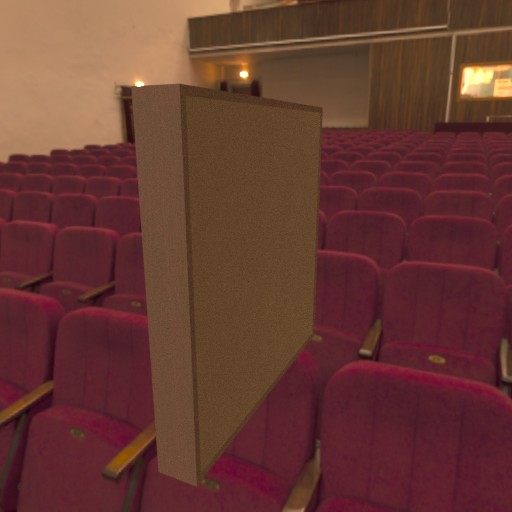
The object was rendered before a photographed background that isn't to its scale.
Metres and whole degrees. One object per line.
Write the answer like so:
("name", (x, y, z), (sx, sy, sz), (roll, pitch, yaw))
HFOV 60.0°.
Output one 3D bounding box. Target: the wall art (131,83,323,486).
("wall art", (0.000, 0.000, 0.456), (0.038, 0.303, 0.304), (7, 17, 24))
